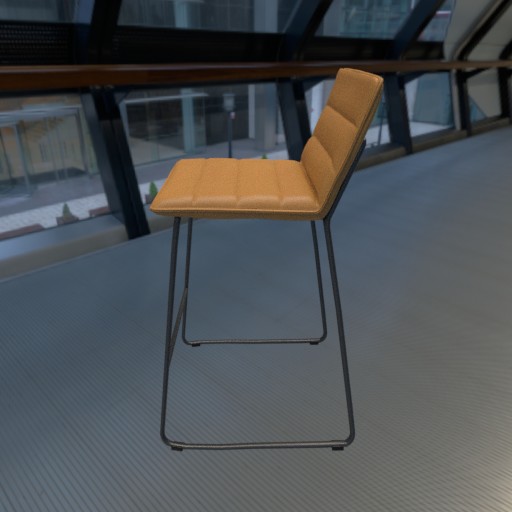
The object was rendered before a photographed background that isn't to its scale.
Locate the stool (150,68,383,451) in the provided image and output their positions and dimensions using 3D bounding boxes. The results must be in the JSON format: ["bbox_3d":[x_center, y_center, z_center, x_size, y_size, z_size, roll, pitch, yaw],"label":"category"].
[{"bbox_3d":[0.000,0.000,1.210,0.524,0.936,0.489,0,26,-1],"label":"stool"}]
